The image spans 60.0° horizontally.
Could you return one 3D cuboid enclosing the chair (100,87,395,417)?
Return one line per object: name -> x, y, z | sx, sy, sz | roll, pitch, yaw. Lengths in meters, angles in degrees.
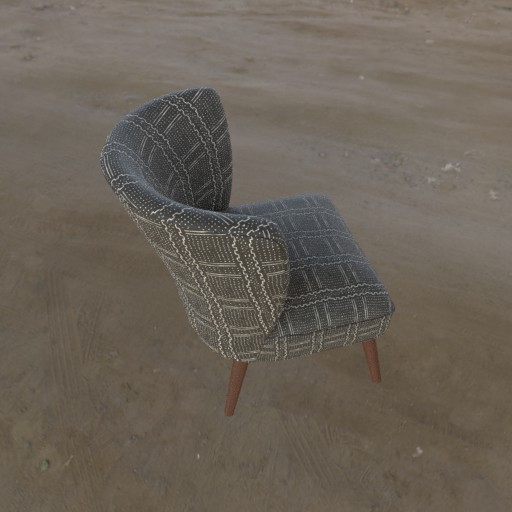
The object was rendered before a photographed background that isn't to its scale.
chair -> 0.000, 0.000, 1.404 | 0.758, 0.866, 0.710 | -11, 46, -10
